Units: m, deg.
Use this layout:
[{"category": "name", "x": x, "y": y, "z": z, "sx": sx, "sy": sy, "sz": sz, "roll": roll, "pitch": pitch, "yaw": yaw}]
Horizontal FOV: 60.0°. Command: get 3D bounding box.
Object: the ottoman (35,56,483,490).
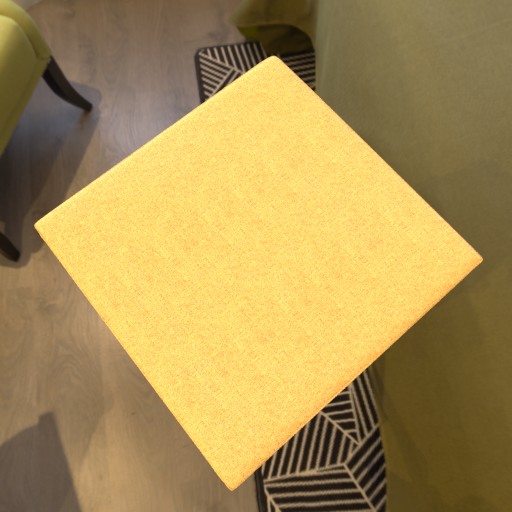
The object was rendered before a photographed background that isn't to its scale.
[{"category": "ottoman", "x": 0.000, "y": 0.000, "z": 1.475, "sx": 0.981, "sy": 0.378, "sz": 0.970, "roll": -39, "pitch": 77, "yaw": -11}]
